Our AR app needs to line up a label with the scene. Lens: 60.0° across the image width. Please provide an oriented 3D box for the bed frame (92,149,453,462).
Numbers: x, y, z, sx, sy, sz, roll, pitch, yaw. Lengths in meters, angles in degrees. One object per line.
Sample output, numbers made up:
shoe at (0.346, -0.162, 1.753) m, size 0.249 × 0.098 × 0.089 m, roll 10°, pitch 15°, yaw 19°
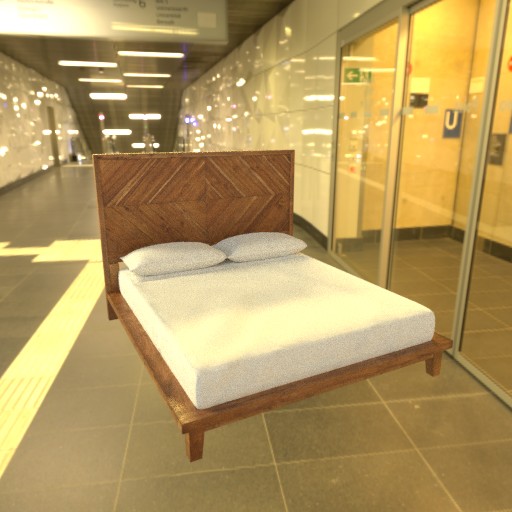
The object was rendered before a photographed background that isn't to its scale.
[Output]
bed frame at (0.000, 0.000, 3.552) m, size 2.038 × 1.537 × 2.235 m, roll -8°, pitch 18°, yaw -27°
